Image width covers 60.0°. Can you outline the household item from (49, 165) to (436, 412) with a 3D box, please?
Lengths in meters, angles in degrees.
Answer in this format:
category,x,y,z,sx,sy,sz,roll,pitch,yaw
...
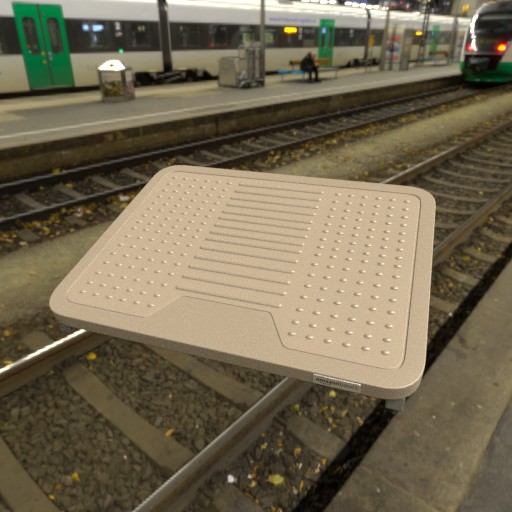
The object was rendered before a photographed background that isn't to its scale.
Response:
category,x,y,z,sx,sy,sz,roll,pitch,yaw
household item,0.000,0.000,0.530,0.390,0.126,0.301,9,27,17
